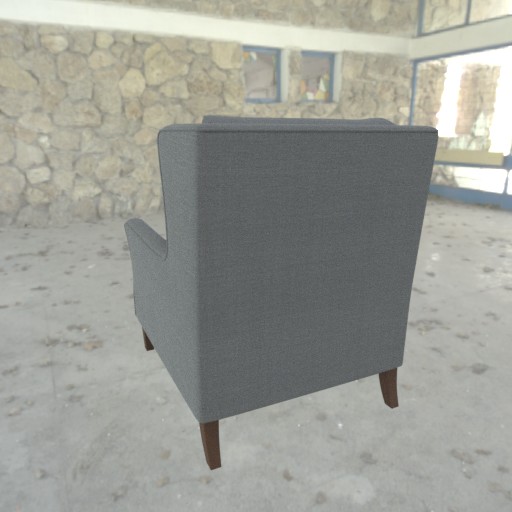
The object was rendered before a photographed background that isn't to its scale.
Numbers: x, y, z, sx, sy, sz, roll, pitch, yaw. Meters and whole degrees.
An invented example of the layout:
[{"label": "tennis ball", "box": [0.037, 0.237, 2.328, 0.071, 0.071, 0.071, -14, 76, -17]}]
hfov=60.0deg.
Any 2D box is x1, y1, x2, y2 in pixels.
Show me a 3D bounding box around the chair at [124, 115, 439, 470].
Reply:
[{"label": "chair", "box": [0.000, 0.000, 1.790, 0.866, 1.056, 1.040, -7, 17, -25]}]
